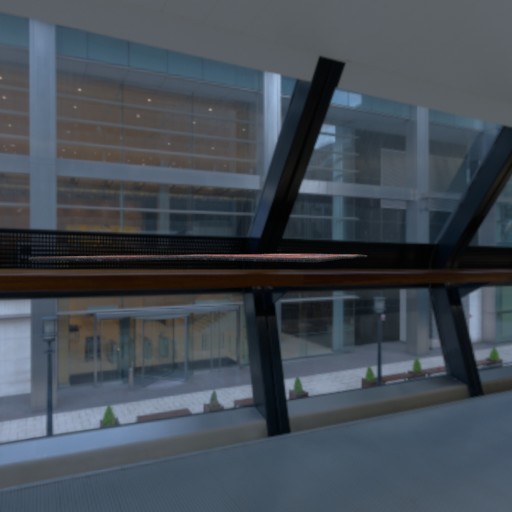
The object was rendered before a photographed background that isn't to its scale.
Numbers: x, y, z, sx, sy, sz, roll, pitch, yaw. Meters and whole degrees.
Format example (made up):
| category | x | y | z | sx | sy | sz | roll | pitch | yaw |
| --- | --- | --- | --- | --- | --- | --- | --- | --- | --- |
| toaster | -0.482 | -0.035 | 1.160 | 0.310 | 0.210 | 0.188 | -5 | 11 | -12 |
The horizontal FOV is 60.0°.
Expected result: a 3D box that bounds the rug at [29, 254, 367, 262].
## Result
| category | x | y | z | sx | sy | sz | roll | pitch | yaw |
| --- | --- | --- | --- | --- | --- | --- | --- | --- | --- |
| rug | 0.000 | 0.000 | 3.523 | 1.522 | 0.034 | 3.032 | 0 | 0 | 18 |
